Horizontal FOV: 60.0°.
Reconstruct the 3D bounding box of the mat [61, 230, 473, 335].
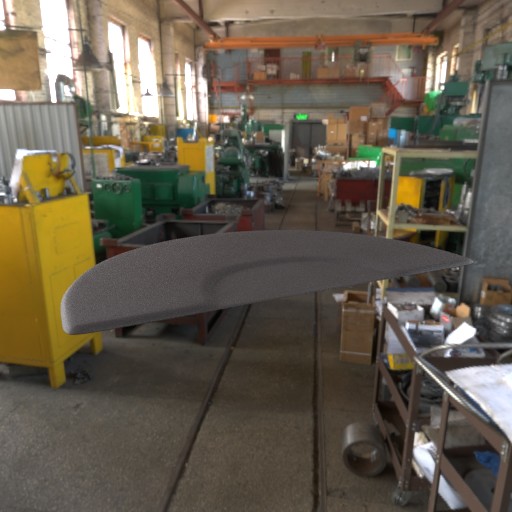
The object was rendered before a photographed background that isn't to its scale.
[{"bbox_3d":[0.000,0.000,1.838,1.525,0.022,0.917,-7,17,-25],"label":"mat"}]
